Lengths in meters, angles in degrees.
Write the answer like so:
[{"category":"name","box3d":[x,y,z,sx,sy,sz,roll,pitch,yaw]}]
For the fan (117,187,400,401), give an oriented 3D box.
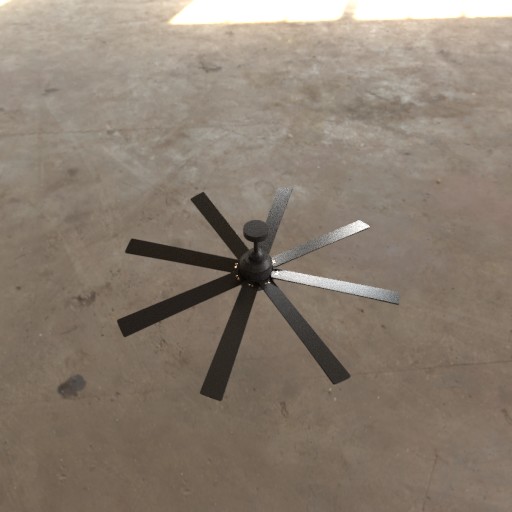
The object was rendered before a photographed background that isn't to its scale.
[{"category":"fan","box3d":[0.000,0.000,2.802,1.830,0.472,1.830,11,47,10]}]
